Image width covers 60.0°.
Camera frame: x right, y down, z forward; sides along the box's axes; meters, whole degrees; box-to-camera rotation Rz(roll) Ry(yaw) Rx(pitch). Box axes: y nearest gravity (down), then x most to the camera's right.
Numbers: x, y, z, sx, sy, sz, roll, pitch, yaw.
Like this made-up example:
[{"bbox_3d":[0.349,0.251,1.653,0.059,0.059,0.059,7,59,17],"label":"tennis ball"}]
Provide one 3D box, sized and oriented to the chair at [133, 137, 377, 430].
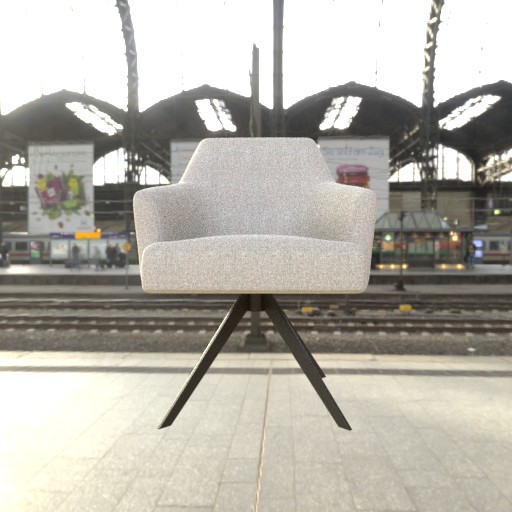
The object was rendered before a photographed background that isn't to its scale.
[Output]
[{"bbox_3d":[0.000,0.000,1.360,0.642,0.874,0.677,0,1,1],"label":"chair"}]
